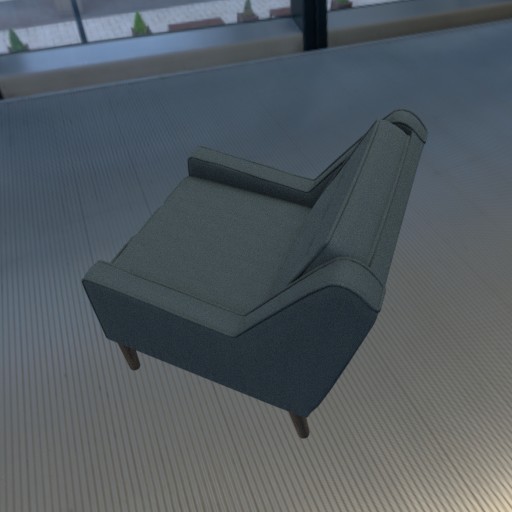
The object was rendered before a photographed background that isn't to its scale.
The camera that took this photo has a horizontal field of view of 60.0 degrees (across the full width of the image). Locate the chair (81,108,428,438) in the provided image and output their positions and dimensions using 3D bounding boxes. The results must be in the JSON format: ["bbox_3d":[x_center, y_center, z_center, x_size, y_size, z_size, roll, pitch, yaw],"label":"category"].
[{"bbox_3d":[0.000,0.000,1.311,0.733,0.780,0.663,17,50,15],"label":"chair"}]
